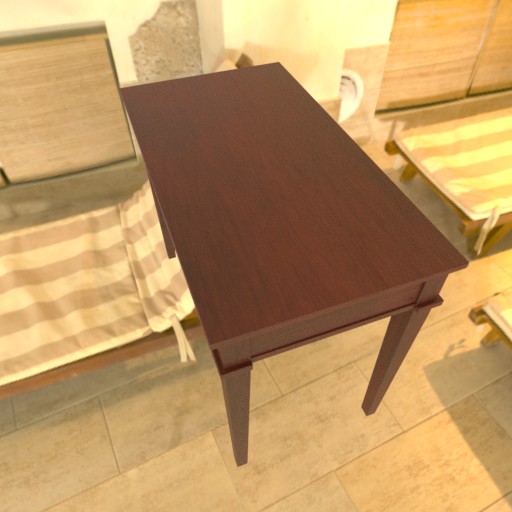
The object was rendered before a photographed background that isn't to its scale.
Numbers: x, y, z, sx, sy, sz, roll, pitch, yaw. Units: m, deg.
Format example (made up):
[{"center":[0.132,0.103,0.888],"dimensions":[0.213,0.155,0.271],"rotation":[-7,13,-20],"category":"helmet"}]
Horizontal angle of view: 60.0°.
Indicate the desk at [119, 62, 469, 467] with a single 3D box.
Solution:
[{"center":[0.000,0.000,1.429],"dimensions":[0.549,0.762,1.001],"rotation":[-15,49,-14],"category":"desk"}]
